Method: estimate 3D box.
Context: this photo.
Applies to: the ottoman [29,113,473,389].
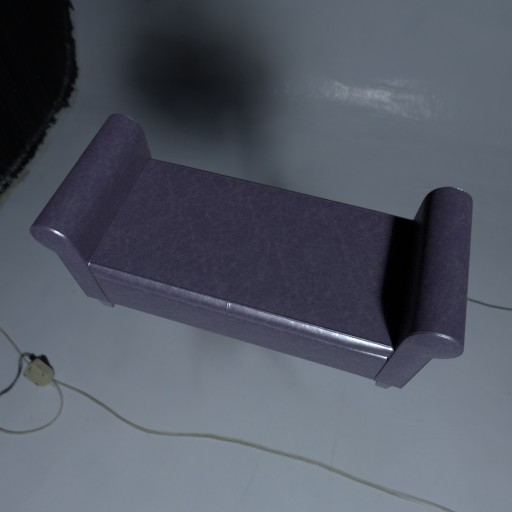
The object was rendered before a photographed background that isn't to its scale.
[{"bbox_3d":[0.000,0.000,1.529,1.256,0.547,0.521,15,59,9],"label":"ottoman"}]
